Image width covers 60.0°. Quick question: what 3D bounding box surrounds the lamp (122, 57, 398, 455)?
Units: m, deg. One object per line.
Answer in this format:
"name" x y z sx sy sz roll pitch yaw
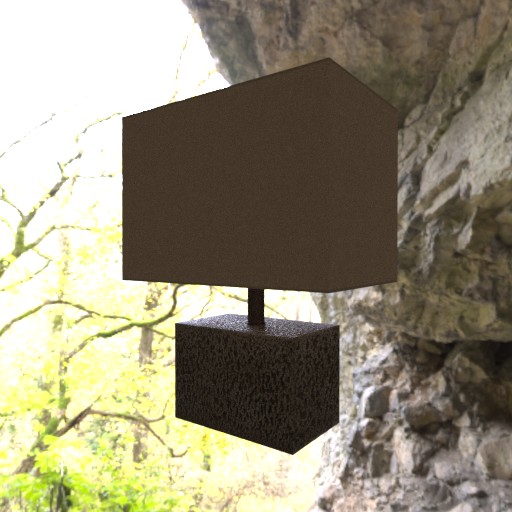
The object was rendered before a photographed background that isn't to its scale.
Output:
"lamp" 0.000 0.000 0.552 0.294 0.411 0.180 0 1 36
